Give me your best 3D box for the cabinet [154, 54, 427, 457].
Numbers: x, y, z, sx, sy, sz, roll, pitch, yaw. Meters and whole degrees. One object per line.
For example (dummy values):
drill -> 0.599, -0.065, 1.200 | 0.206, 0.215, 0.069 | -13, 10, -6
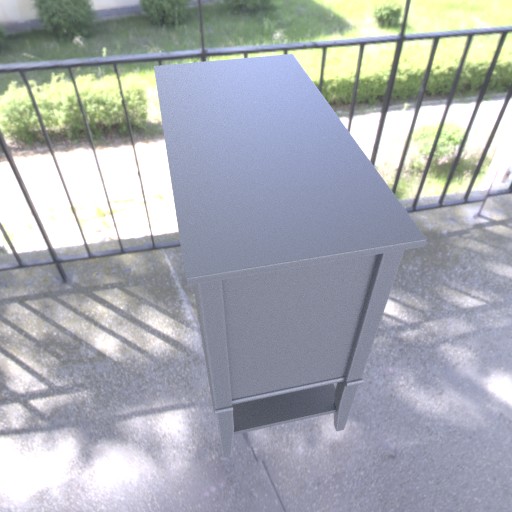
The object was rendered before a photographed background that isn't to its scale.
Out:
cabinet -> 0.000, 0.000, 1.248 | 0.396, 0.780, 0.801 | -9, 46, -9
